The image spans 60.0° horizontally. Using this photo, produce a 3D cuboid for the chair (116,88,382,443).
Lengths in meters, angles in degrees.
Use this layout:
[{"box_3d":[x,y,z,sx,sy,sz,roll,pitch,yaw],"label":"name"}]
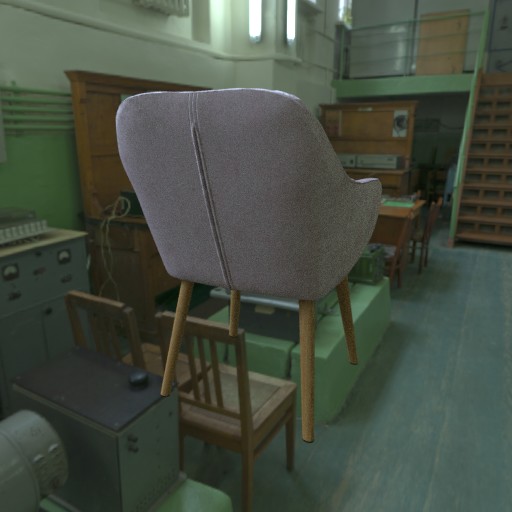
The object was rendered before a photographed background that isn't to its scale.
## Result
[{"box_3d":[0.000,0.000,1.239,0.610,0.832,0.570,8,18,25],"label":"chair"}]
